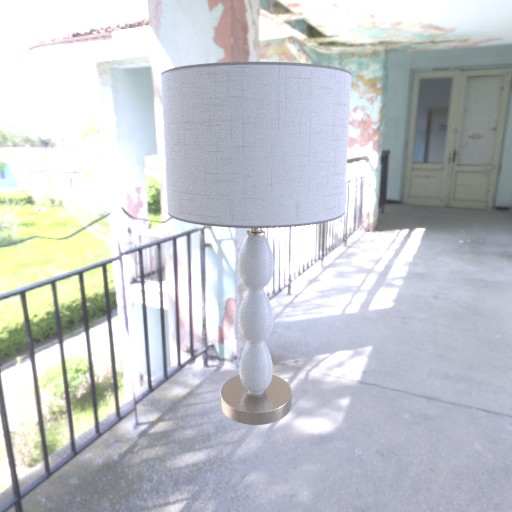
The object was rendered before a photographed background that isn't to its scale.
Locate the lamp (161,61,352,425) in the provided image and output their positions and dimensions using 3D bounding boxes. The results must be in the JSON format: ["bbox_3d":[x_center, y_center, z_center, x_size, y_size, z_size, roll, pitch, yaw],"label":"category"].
[{"bbox_3d":[0.000,0.000,0.738,0.282,0.559,0.280,8,17,26],"label":"lamp"}]
